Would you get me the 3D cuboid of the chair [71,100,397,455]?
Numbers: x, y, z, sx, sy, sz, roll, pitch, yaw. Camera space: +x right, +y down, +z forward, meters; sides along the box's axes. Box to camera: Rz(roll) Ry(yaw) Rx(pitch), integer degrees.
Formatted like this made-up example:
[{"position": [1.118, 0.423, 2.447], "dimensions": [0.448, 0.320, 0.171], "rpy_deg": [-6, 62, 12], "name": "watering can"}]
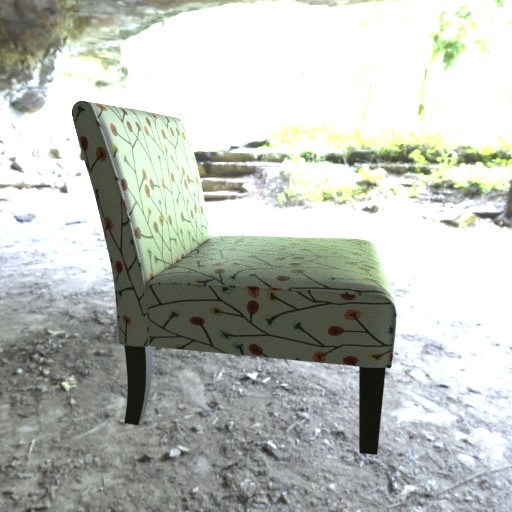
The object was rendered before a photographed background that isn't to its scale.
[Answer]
[{"position": [0.000, 0.000, 1.276], "dimensions": [0.732, 0.813, 0.597], "rpy_deg": [3, 14, 10], "name": "chair"}]
